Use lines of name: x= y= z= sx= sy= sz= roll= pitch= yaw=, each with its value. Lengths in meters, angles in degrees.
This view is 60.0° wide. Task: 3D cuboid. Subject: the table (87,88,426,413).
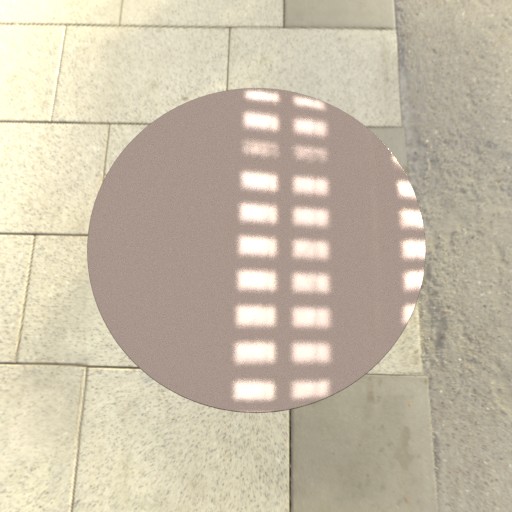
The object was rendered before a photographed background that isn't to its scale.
table: x=0.000 y=0.000 z=1.242 sx=0.800 sy=0.400 sz=0.800 roll=0 pitch=75 yaw=0
